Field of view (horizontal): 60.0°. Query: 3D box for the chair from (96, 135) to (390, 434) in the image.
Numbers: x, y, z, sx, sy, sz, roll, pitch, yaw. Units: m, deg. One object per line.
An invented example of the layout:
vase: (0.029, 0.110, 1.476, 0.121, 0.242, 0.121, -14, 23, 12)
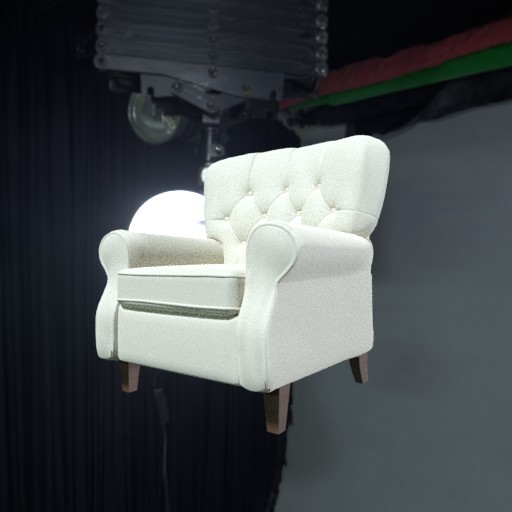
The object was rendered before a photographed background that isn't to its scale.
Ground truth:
chair: (0.000, 0.000, 2.040, 1.035, 1.169, 1.132, 0, 0, 36)
